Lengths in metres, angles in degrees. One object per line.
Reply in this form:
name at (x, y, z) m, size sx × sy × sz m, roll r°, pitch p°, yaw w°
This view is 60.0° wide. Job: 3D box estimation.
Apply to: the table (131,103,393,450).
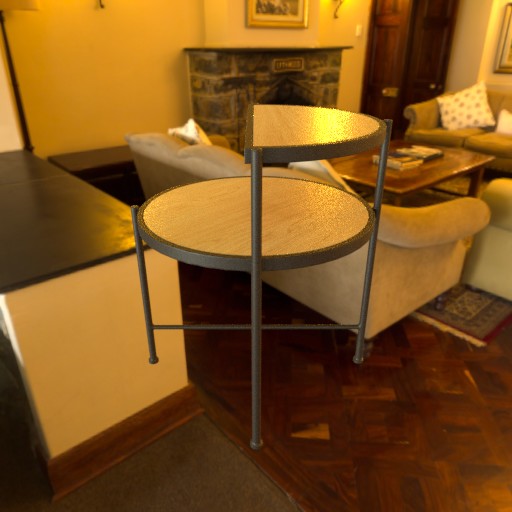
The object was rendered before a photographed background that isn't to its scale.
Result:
table at (0.000, 0.000, 1.152) m, size 0.628 × 0.684 × 0.629 m, roll 0°, pitch 26°, yaw 0°
